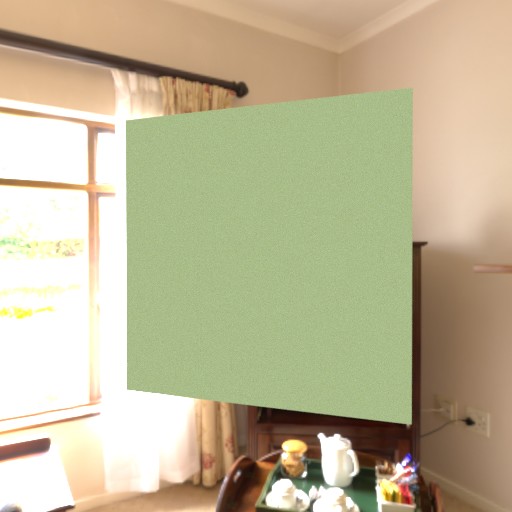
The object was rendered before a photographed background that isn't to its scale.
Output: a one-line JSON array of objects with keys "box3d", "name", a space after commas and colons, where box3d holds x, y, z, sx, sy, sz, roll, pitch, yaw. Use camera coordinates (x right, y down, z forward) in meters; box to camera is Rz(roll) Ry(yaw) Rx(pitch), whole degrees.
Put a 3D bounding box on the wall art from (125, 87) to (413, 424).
[{"box3d": [0.000, 0.000, 0.907, 0.603, 0.603, 0.036, 0, 1, 19], "name": "wall art"}]
